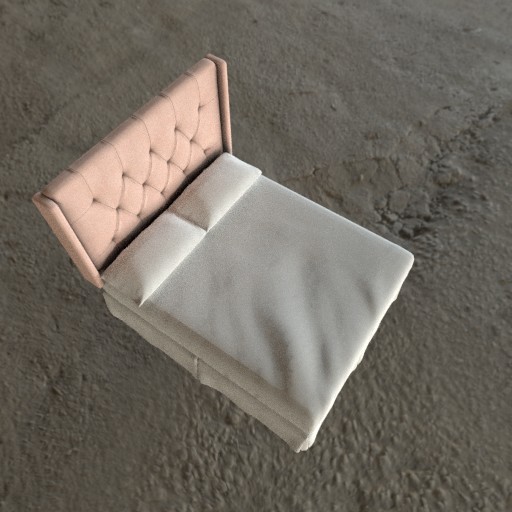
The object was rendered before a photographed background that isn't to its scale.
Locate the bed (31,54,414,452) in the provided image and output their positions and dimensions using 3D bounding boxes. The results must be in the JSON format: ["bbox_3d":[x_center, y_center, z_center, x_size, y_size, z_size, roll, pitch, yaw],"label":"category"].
[{"bbox_3d":[0.000,0.000,3.336,2.066,1.665,1.719,30,63,17],"label":"bed"}]
